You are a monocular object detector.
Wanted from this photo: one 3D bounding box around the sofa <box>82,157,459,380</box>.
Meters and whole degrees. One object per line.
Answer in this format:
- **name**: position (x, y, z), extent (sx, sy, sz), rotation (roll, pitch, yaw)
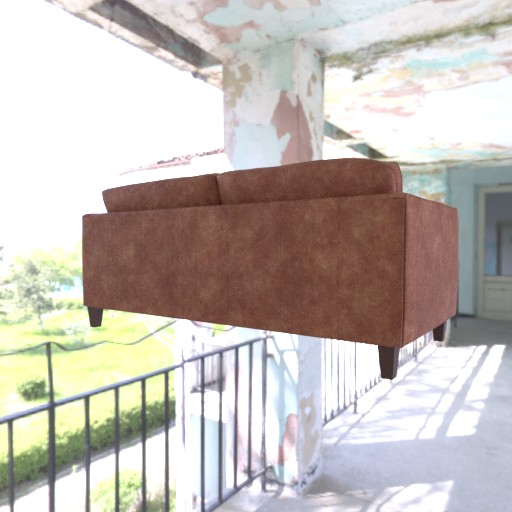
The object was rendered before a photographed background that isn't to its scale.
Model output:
- **sofa**: position (0.000, 0.000, 2.493), extent (1.971, 0.863, 0.923), rotation (1, 2, 35)
